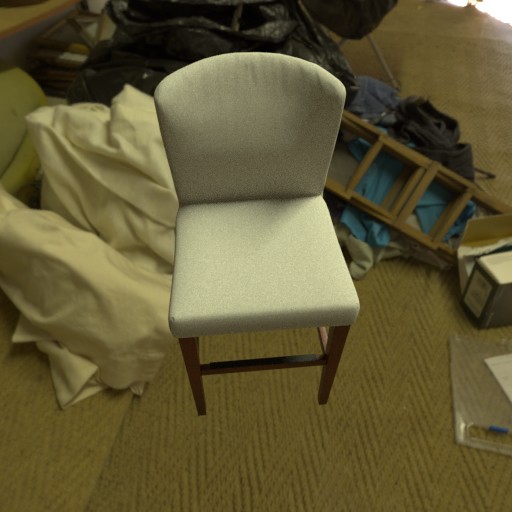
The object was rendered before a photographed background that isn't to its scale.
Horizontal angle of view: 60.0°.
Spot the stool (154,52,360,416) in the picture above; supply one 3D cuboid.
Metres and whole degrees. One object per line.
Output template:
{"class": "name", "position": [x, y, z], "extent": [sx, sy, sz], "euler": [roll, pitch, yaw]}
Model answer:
{"class": "stool", "position": [0.000, 0.000, 1.313], "extent": [0.479, 0.968, 0.568], "euler": [-4, 47, -4]}
